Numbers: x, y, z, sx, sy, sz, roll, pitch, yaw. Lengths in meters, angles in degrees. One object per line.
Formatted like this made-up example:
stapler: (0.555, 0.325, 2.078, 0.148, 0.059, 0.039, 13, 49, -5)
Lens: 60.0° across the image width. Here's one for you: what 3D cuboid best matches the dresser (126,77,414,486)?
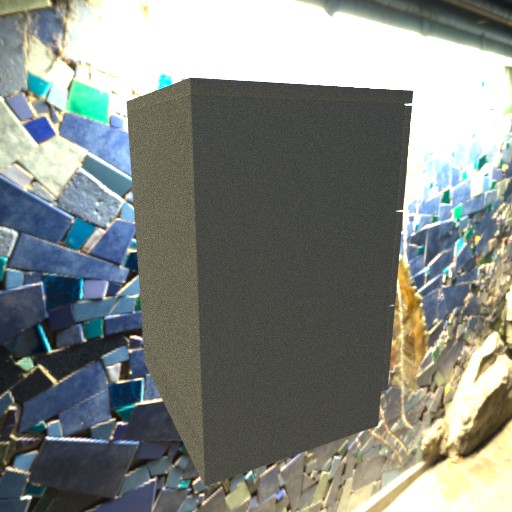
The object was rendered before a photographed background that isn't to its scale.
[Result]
dresser: (0.000, 0.000, 0.824, 0.360, 0.560, 0.400, -7, 17, -25)
